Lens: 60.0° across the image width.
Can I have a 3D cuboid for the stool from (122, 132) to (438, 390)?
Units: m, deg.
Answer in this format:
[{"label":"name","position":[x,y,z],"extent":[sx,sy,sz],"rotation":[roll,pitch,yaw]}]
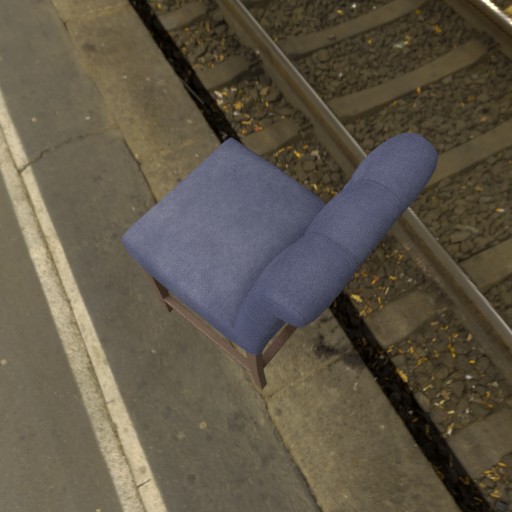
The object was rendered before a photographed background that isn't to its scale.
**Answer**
[{"label":"stool","position":[0.000,0.000,1.312],"extent":[0.601,1.010,0.493],"rotation":[37,70,16]}]
